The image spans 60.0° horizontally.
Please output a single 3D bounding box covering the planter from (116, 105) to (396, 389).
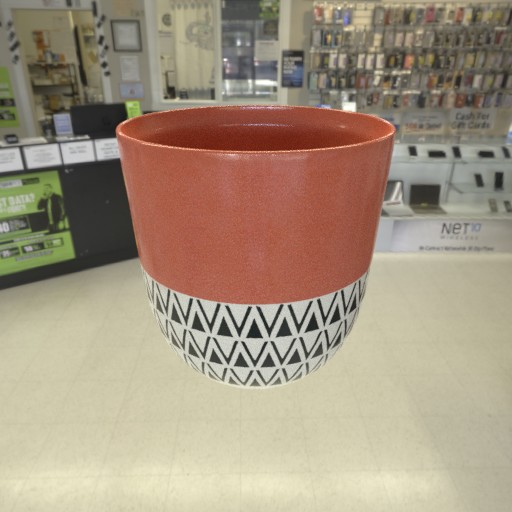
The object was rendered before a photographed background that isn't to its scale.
[{"bbox_3d":[0.000,0.000,0.366,0.195,0.214,0.195,0,26,0],"label":"planter"}]
